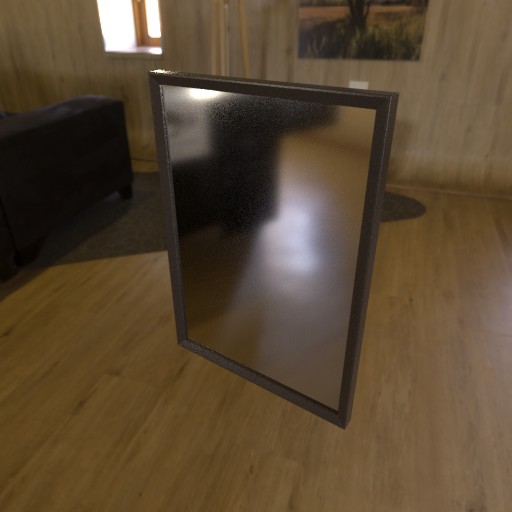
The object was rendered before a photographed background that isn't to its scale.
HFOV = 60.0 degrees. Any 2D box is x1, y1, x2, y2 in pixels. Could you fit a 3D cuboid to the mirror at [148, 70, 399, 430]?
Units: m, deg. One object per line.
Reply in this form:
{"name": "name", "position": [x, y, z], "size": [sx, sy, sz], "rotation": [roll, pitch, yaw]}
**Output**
{"name": "mirror", "position": [0.000, 0.000, 0.956], "size": [0.507, 0.710, 0.039], "rotation": [19, 34, 30]}
